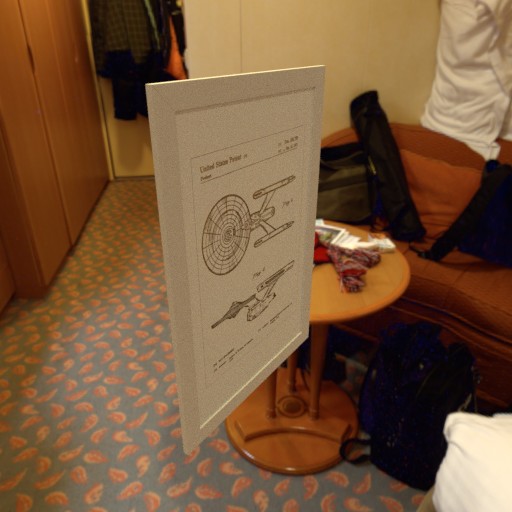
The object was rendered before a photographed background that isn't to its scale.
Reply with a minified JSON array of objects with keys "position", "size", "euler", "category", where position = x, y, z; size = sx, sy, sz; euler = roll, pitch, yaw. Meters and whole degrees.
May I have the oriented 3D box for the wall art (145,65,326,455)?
[{"position":[0.000,0.000,0.859],"size":[0.011,0.659,0.454],"euler":[18,32,32],"category":"wall art"}]
